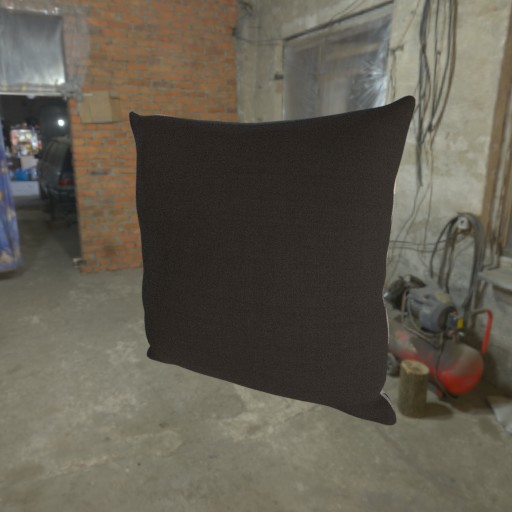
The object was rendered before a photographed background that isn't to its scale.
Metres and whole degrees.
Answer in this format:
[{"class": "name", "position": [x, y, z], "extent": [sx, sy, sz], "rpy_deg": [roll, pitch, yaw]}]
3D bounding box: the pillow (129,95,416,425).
[{"class": "pillow", "position": [0.000, 0.000, 0.754], "extent": [0.503, 0.496, 0.208], "rpy_deg": [7, 17, 26]}]
